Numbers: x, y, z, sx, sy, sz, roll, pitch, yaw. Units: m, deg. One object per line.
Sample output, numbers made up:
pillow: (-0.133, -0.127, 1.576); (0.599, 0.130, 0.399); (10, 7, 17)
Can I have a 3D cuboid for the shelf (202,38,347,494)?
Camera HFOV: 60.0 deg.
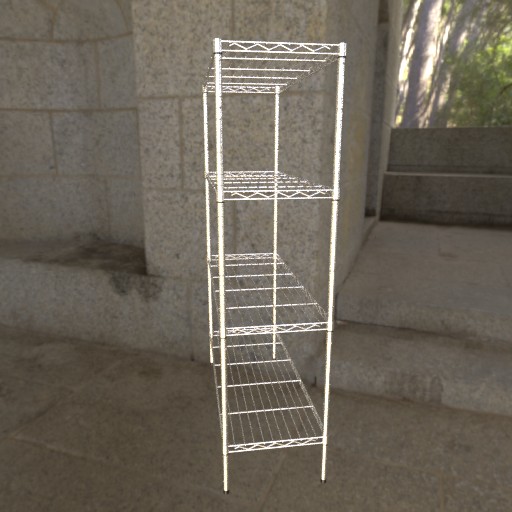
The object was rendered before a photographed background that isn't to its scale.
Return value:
shelf: (0.000, 0.000, 1.728); (0.352, 1.360, 0.907); (-2, 14, -8)
